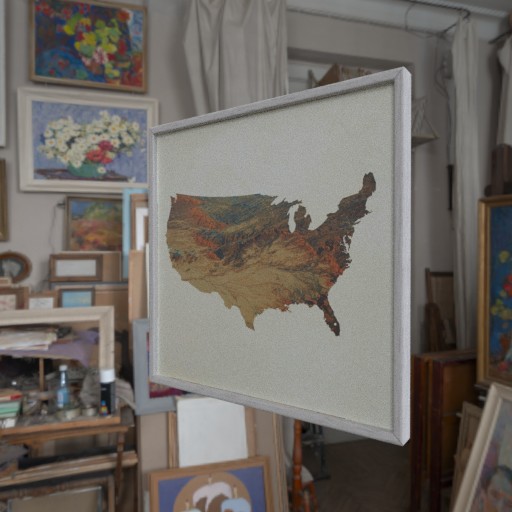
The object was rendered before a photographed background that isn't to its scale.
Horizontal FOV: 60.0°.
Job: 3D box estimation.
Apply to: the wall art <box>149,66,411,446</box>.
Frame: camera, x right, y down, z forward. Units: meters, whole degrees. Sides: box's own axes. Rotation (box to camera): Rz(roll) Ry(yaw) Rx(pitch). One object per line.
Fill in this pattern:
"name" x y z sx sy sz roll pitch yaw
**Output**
"wall art" 0.000 0.000 1.906 1.287 1.288 0.078 0 1 36
